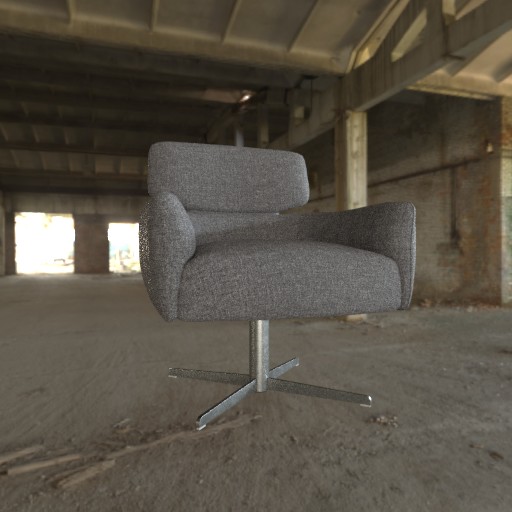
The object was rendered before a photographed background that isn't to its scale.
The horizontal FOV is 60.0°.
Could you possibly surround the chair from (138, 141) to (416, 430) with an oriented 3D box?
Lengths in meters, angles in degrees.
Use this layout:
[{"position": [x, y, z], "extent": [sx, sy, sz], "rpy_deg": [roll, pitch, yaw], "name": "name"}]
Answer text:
[{"position": [0.000, 0.000, 1.366], "extent": [0.706, 0.812, 0.715], "rpy_deg": [0, 1, -19], "name": "chair"}]
